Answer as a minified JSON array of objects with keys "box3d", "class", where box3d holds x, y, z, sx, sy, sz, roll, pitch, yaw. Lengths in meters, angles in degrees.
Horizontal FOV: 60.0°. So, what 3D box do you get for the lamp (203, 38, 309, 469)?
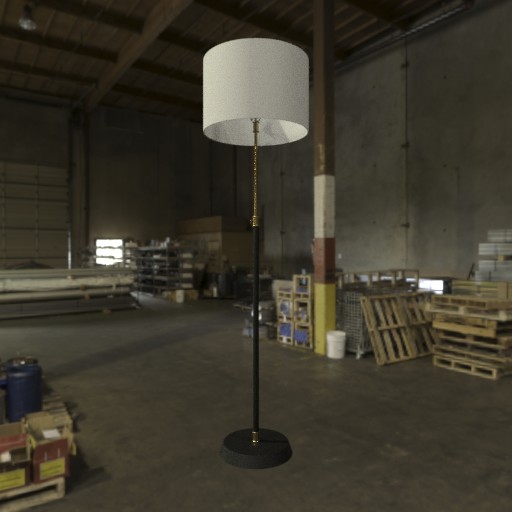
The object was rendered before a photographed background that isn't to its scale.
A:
[{"box3d":[0.000,0.000,1.714,0.404,1.517,0.404,0,1,-36],"class":"lamp"}]
